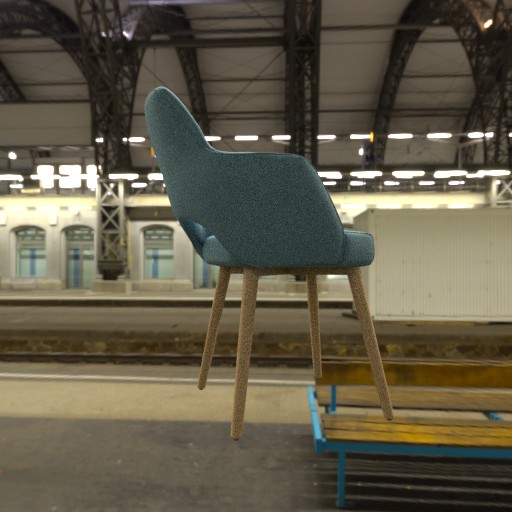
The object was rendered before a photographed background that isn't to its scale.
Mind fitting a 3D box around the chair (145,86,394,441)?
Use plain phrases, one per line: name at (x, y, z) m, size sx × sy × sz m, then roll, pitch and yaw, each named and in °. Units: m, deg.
chair at (0.000, 0.000, 1.362) m, size 0.666 × 0.920 × 0.589 m, roll 0°, pitch -1°, yaw -18°
